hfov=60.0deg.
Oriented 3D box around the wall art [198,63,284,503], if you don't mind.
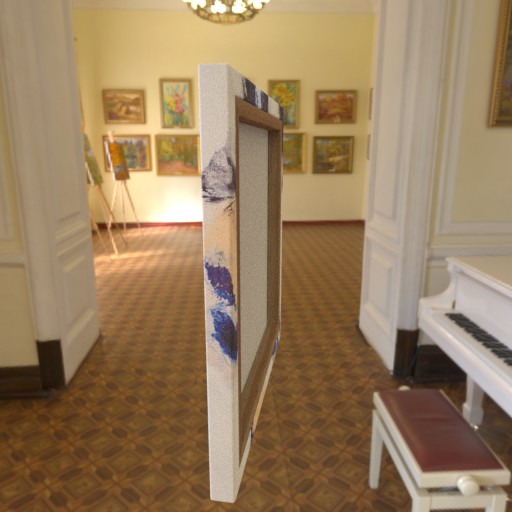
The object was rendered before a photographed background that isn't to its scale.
[{"bbox_3d":[0.000,0.000,0.879,0.039,0.609,0.609,2,14,9],"label":"wall art"}]
